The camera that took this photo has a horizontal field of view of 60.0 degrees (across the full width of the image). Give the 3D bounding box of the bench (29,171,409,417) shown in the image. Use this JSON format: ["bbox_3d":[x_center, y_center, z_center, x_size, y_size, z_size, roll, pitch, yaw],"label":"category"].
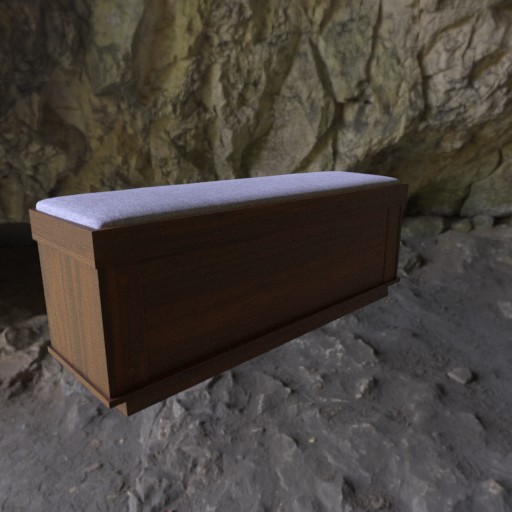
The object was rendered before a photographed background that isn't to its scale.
[{"bbox_3d":[0.000,0.000,1.403,1.196,0.468,0.367,-14,21,-42],"label":"bench"}]
